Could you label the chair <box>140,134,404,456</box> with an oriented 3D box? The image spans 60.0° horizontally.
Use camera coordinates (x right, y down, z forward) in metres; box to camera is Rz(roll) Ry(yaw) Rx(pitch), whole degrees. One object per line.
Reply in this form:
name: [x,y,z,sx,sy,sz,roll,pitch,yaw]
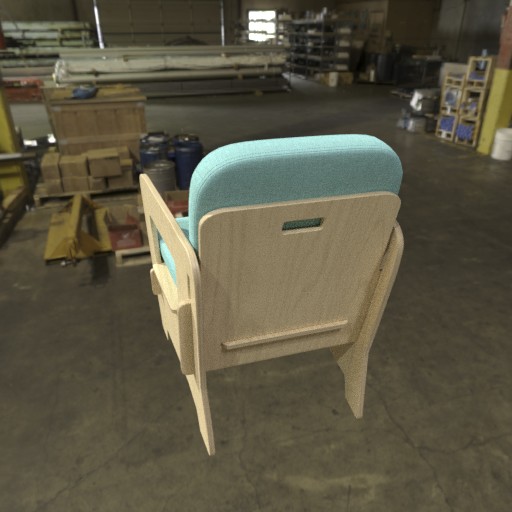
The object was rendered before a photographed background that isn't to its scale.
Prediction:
chair: [0.000,0.000,1.277,0.590,0.800,0.710,-8,28,-15]
